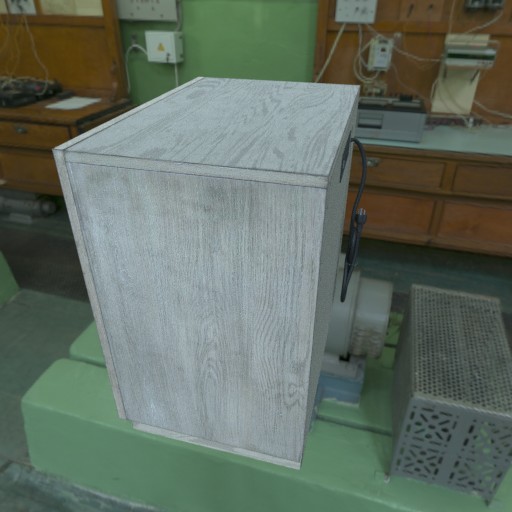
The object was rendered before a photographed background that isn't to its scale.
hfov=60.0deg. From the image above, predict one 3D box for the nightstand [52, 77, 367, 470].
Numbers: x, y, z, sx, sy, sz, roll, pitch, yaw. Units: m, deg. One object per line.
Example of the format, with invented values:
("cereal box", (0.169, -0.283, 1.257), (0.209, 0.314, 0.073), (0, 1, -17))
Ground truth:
("nightstand", (0.000, 0.000, 1.049), (0.483, 0.673, 0.612), (8, 33, 13))
